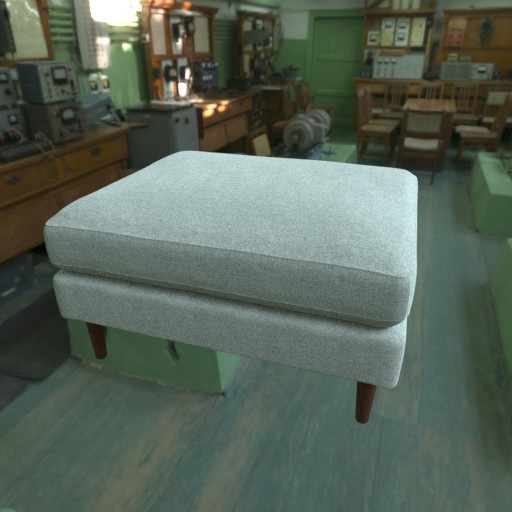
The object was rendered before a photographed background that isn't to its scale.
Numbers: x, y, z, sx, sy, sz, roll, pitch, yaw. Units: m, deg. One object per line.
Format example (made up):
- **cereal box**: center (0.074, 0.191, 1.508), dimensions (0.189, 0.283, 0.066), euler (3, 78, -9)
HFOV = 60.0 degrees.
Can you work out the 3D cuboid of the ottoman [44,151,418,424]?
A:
- **ottoman**: center (0.000, 0.000, 1.250), dimensions (0.821, 0.474, 0.693), euler (8, 28, 17)
